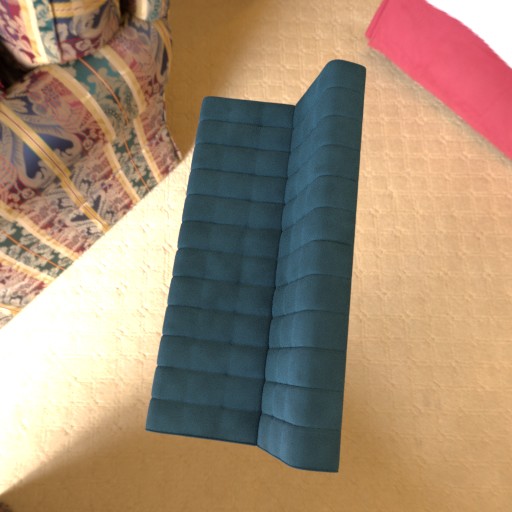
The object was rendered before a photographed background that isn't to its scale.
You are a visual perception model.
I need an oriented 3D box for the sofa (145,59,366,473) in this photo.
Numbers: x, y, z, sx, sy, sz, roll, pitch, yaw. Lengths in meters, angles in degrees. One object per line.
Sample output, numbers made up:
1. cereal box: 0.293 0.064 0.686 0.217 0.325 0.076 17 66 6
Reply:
1. sofa: 0.000 0.000 2.273 0.855 0.813 1.804 7 75 2
